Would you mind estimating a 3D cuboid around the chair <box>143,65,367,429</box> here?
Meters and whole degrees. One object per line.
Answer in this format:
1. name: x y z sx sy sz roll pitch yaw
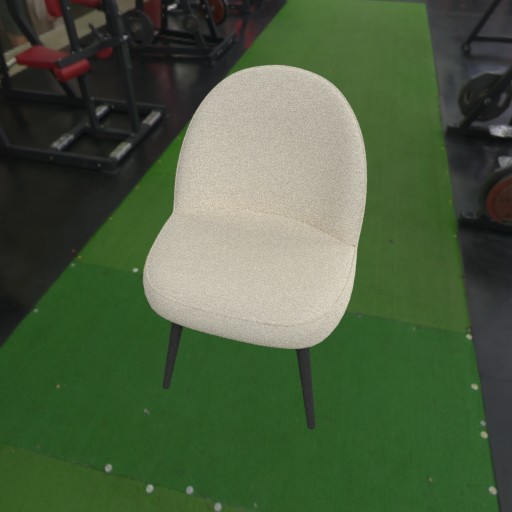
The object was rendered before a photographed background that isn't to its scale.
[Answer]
1. chair: 0.000 0.000 1.201 0.532 0.838 0.540 11 43 12
